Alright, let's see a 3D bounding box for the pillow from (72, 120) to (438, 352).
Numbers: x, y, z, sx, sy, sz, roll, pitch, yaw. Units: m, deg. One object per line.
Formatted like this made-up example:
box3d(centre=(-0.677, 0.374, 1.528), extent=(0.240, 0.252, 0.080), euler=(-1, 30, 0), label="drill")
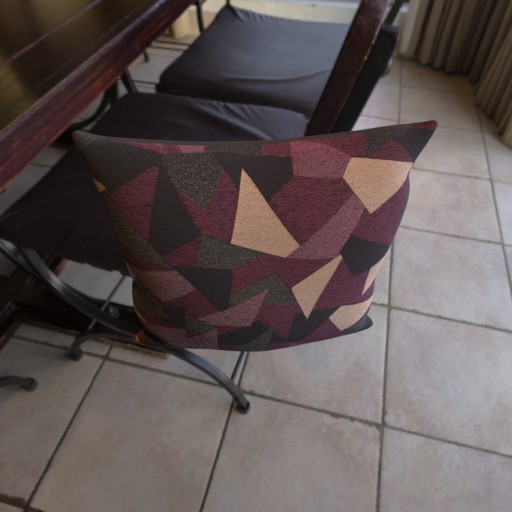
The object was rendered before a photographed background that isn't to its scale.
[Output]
box3d(centre=(0.000, 0.000, 0.759), extent=(0.503, 0.496, 0.208), euler=(-3, 47, -3), label="pillow")
